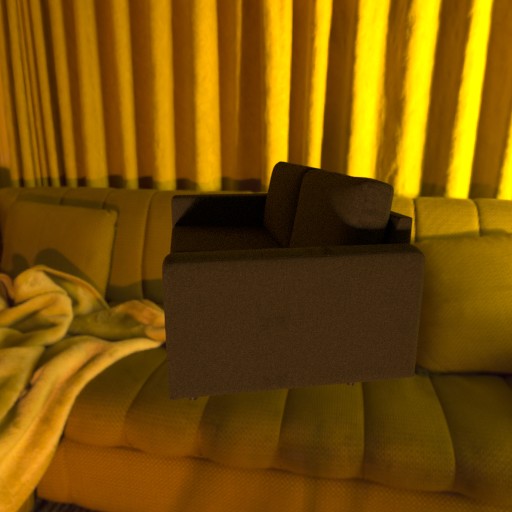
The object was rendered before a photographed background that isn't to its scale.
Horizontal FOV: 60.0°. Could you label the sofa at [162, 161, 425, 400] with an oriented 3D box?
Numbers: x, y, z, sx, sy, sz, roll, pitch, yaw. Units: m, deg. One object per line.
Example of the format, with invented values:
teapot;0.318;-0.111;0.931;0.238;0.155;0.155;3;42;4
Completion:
sofa;0.000;0.000;2.295;0.889;0.897;1.730;-2;15;-9
